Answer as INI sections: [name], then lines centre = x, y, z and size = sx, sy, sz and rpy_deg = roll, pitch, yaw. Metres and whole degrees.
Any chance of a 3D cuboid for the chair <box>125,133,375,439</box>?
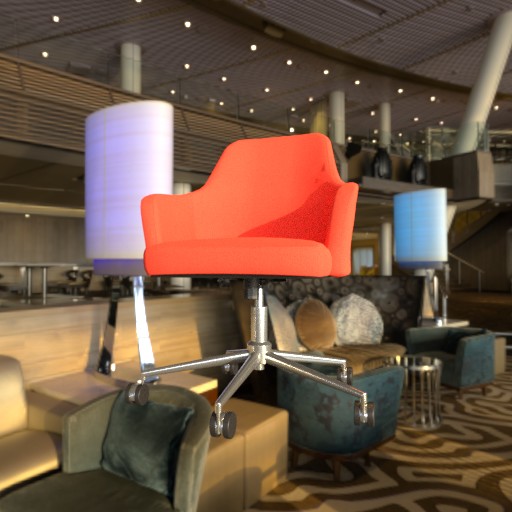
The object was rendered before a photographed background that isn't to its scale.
[chair]
centre = 0.000, 0.000, 1.256
size = 0.655, 0.820, 0.600
rpy_deg = 0, -1, 18
